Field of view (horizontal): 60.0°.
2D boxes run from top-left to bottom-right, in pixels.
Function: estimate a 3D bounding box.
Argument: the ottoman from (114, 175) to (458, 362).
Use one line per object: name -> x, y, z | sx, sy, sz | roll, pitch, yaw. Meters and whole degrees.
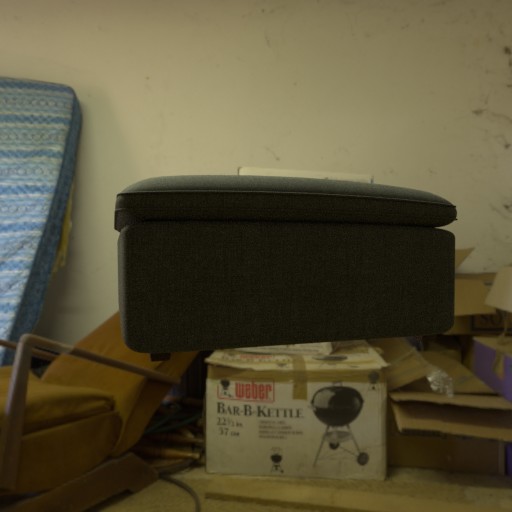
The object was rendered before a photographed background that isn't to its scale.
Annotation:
ottoman -> 0.000, 0.000, 1.752 | 1.067, 0.559, 1.067 | 0, 0, -18
